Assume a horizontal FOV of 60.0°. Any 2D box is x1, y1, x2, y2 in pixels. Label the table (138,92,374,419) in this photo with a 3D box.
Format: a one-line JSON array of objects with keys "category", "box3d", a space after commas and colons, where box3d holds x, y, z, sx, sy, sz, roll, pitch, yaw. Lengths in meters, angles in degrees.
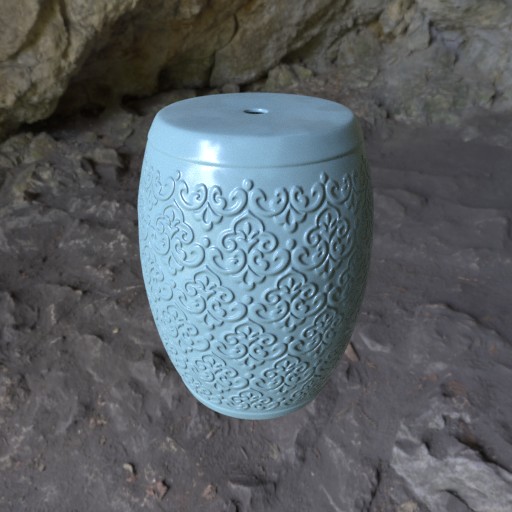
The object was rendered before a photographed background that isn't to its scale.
[{"category": "table", "box3d": [0.000, 0.000, 0.618, 0.309, 0.397, 0.309, 0, 30, 0]}]
